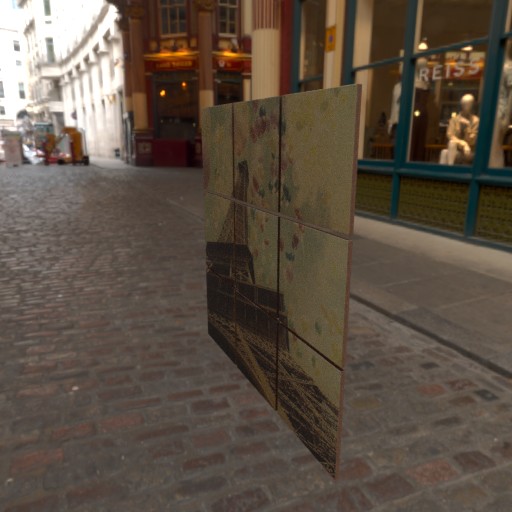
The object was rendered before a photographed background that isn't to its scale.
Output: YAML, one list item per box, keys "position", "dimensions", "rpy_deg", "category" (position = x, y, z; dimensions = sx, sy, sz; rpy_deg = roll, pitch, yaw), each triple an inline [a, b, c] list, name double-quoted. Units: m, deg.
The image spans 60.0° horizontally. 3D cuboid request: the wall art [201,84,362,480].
- position: [0.000, 0.000, 1.871]
  dimensions: [0.017, 1.246, 1.256]
  rpy_deg: [-7, 17, -25]
  category: "wall art"
